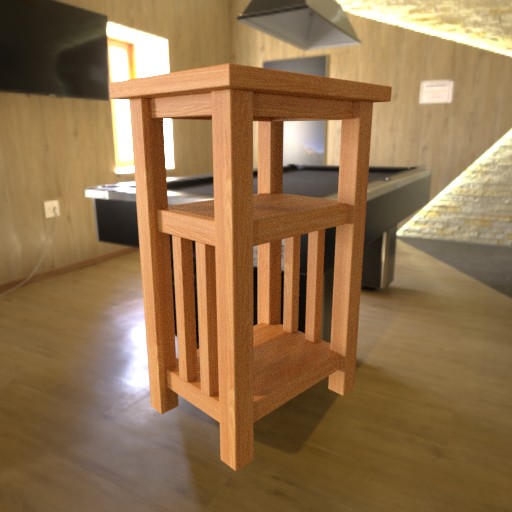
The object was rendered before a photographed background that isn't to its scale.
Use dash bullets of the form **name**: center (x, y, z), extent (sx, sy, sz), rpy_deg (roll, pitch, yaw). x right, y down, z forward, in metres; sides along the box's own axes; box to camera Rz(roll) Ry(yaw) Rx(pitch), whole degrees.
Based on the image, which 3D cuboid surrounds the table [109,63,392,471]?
- **table**: center (0.000, 0.000, 0.759), extent (0.350, 0.550, 0.270), rpy_deg (-15, 21, -43)
